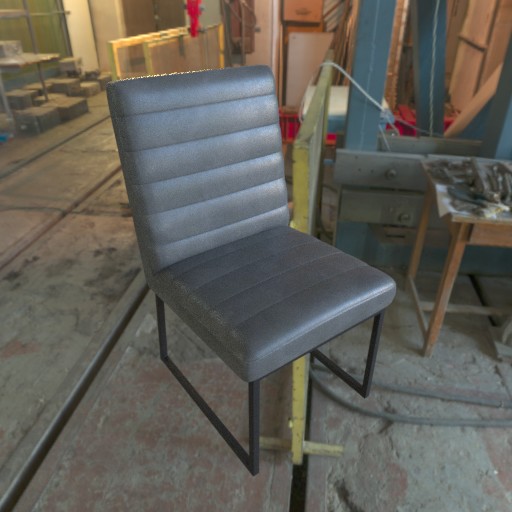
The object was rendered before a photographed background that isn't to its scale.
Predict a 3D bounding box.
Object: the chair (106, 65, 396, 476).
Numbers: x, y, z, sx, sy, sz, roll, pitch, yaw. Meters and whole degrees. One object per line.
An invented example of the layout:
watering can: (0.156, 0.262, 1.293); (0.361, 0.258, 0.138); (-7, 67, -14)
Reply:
chair: (0.000, 0.000, 1.273); (0.520, 0.930, 0.634); (-21, 37, -31)
